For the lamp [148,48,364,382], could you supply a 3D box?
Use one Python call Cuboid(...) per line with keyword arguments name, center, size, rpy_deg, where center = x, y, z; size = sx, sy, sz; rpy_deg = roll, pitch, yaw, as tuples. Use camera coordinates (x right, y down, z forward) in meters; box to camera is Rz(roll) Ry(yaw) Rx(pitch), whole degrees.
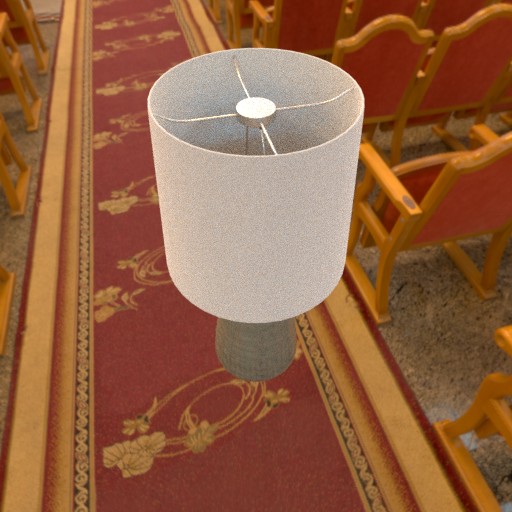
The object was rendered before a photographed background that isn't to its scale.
Cuboid(name="lamp", center=(0.000, 0.000, 0.475), size=(0.186, 0.369, 0.186), rpy_deg=(0, 48, 0))
